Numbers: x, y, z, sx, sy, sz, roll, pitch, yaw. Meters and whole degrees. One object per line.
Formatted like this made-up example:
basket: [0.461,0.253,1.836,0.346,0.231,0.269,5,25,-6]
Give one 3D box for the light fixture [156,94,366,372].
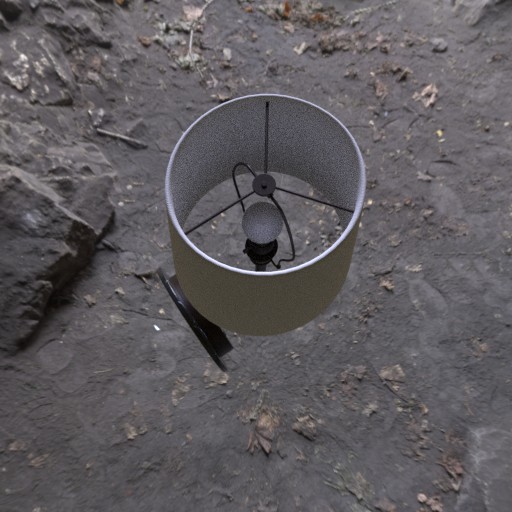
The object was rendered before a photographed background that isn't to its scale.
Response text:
light fixture: [0.000,0.000,0.442,0.188,0.337,0.168,-33,77,-9]
